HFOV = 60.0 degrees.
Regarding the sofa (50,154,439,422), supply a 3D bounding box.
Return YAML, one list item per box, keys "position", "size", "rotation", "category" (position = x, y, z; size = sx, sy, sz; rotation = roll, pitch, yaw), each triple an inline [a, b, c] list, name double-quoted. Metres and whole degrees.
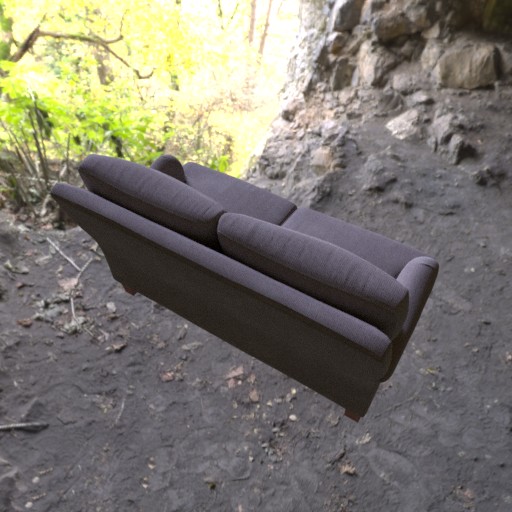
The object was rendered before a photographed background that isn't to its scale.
- position: [0.000, 0.000, 2.528]
  size: [1.853, 1.101, 1.084]
  rotation: [25, 52, 21]
  category: "sofa"
